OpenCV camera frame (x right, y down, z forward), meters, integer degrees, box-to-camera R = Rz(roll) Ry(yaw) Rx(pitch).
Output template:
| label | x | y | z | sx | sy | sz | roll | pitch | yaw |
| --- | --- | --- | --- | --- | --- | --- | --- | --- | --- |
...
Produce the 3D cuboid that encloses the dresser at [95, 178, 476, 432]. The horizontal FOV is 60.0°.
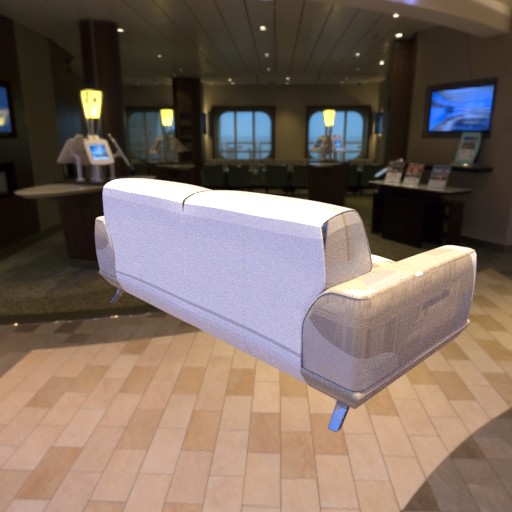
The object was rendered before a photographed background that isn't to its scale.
| label | x | y | z | sx | sy | sz | roll | pitch | yaw |
| --- | --- | --- | --- | --- | --- | --- | --- | --- | --- |
| dresser | 0.000 | 0.000 | 5.685 | 2.251 | 1.863 | 4.679 | -14 | 21 | -42 |
